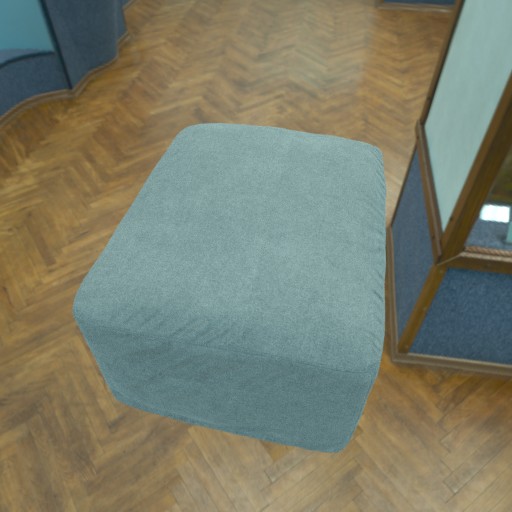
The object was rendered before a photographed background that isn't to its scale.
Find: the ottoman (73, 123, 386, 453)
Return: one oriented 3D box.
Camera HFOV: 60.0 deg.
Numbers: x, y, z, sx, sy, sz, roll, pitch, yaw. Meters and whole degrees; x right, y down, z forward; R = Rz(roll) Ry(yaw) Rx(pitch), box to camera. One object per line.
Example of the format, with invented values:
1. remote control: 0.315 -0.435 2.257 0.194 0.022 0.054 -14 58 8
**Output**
1. ottoman: 0.000 0.000 1.263 0.683 0.481 0.837 9 47 8
